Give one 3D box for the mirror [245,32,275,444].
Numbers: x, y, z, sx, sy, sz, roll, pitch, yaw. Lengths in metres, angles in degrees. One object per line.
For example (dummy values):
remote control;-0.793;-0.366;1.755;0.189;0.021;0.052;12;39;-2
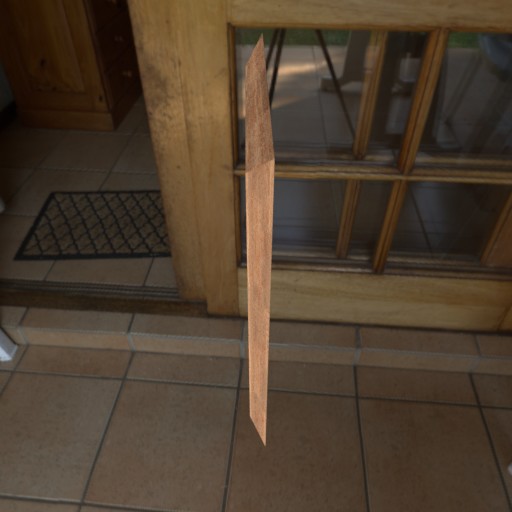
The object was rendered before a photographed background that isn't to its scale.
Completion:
mirror;0.000;0.000;1.276;0.047;1.010;0.651;-1;43;-1
